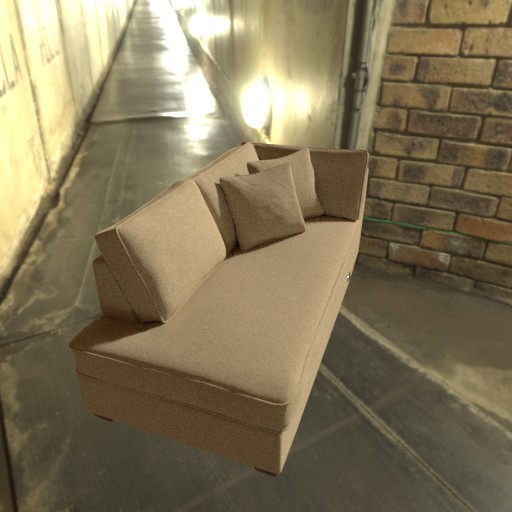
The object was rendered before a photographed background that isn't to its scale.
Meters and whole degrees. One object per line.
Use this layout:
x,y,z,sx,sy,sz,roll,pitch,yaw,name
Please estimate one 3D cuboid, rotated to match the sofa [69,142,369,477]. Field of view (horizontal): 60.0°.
0.000,0.000,2.812,1.110,1.033,2.237,10,31,18,sofa
